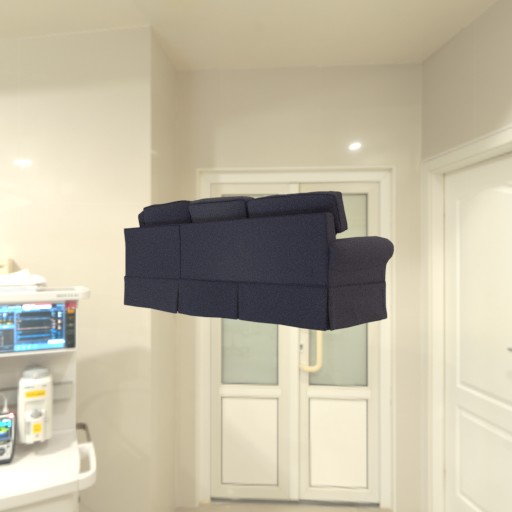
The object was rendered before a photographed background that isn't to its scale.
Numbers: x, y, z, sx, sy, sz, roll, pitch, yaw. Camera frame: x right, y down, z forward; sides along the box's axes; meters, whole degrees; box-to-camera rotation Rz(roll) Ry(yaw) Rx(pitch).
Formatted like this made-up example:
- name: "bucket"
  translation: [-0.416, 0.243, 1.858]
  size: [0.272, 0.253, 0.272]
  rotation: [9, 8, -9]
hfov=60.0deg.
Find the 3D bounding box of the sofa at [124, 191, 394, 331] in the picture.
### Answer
- name: "sofa"
  translation: [0.000, 0.000, 5.030]
  size: [2.874, 1.169, 3.773]
  rotation: [0, 0, -17]
